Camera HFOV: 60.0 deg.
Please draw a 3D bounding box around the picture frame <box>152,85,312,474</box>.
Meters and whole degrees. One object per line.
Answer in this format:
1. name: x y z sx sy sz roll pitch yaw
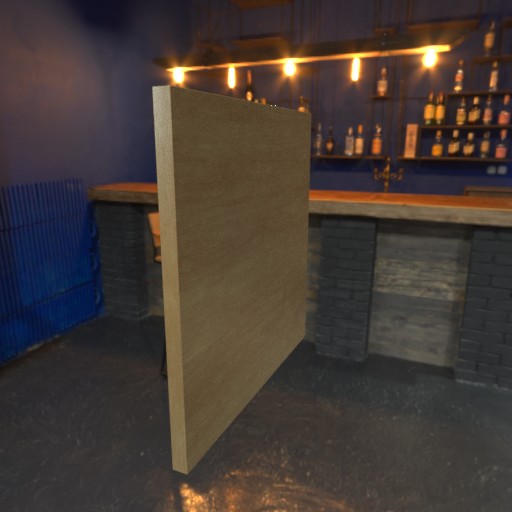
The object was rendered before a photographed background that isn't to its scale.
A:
1. picture frame: 0.000 0.000 1.169 0.037 0.761 0.758 6 15 24
